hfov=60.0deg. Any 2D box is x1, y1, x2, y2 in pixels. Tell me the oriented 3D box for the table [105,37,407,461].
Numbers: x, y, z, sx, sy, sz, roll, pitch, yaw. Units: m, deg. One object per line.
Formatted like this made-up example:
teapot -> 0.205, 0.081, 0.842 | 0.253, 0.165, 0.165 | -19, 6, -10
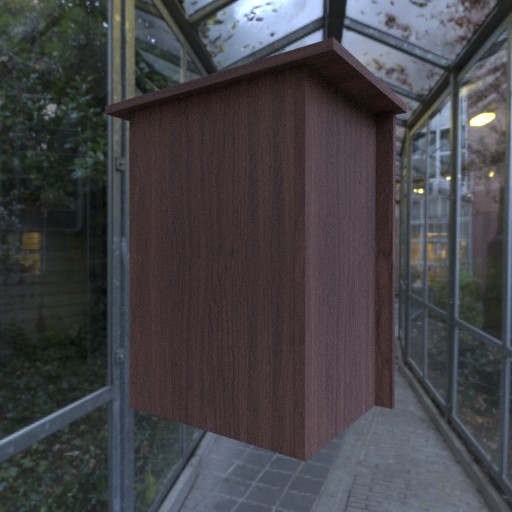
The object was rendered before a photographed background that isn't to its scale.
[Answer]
table -> 0.000, 0.000, 1.052 | 0.589, 0.711, 0.406 | 0, 1, 35
